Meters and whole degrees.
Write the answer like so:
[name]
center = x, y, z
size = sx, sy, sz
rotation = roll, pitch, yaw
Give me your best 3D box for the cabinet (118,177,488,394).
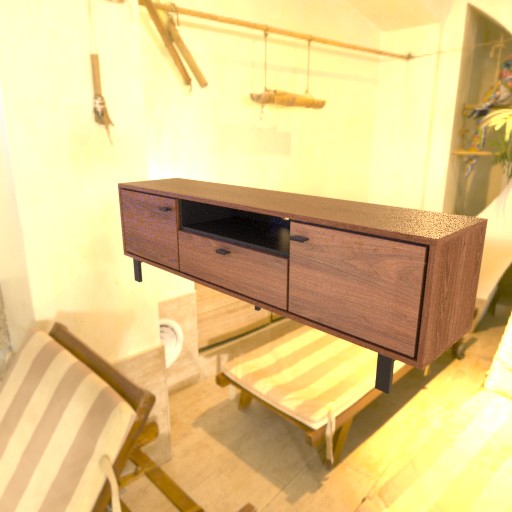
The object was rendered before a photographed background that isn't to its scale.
[cabinet]
center = 0.000, 0.000, 1.880
size = 1.650, 0.500, 0.400
rotation = 16, 22, 43
